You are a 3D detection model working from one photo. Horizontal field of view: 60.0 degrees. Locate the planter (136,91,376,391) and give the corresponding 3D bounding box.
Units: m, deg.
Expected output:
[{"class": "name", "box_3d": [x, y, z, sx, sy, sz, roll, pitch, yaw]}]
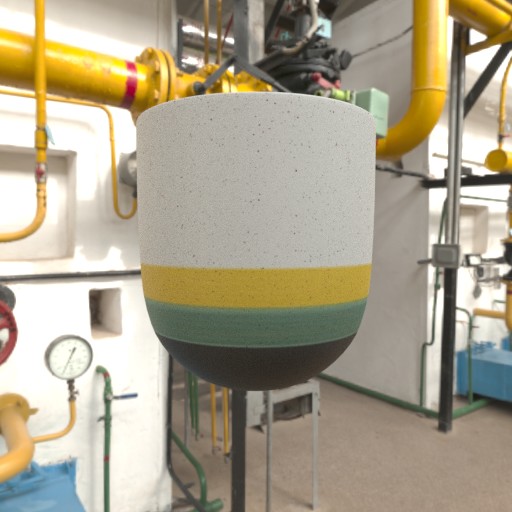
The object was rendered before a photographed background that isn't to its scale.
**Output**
[{"class": "planter", "box_3d": [0.000, 0.000, 0.377, 0.195, 0.214, 0.195, 0, 2, 0]}]
